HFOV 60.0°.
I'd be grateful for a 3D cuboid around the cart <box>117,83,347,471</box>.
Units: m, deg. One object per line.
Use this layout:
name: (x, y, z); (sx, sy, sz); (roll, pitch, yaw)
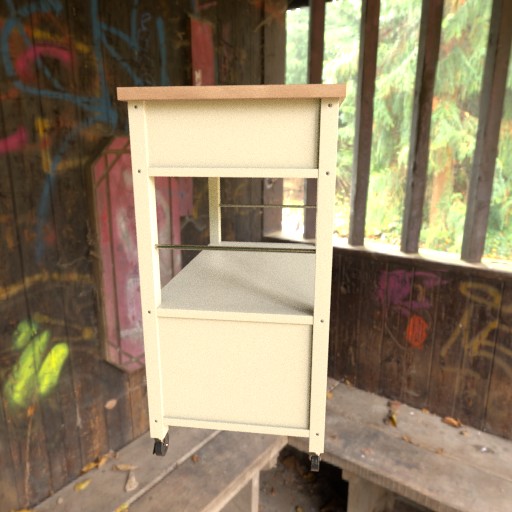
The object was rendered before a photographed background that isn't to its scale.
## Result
cart: (0.000, 0.000, 1.379); (0.459, 0.901, 0.840); (2, 15, 7)
